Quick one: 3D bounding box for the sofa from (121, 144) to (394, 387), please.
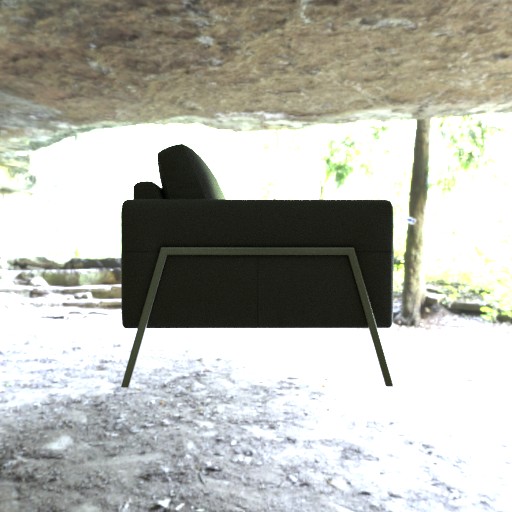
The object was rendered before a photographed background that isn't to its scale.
[{"bbox_3d":[0.000,0.000,2.504,0.953,0.875,2.017,0,0,-1],"label":"sofa"}]
